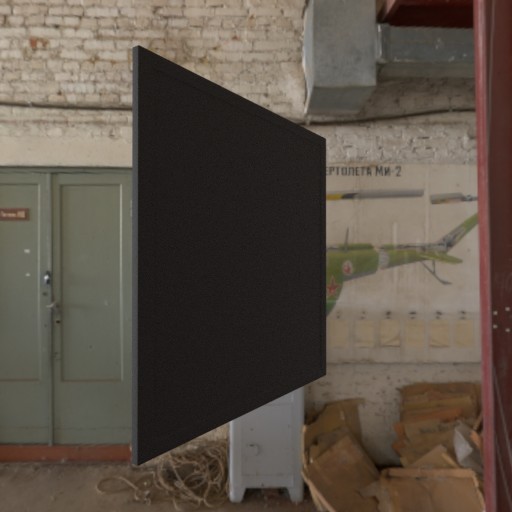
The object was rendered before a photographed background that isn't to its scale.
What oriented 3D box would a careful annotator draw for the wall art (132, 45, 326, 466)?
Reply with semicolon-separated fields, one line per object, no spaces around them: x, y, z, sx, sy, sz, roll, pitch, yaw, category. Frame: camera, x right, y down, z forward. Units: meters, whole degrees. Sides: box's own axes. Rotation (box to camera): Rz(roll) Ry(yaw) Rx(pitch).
0.000;0.000;0.820;0.012;0.558;0.562;0;0;35;wall art
